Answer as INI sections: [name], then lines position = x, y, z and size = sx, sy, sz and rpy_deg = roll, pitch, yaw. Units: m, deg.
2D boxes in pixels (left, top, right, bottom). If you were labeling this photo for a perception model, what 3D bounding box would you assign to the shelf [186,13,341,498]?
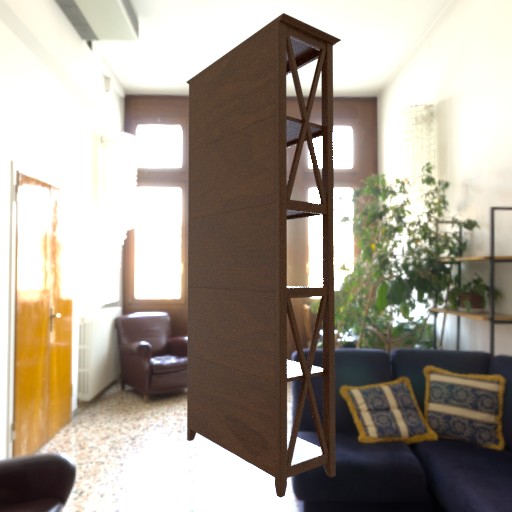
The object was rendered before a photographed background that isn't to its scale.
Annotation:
[shelf]
position = 0.000, 0.000, 2.148
size = 0.335, 1.905, 0.805
rpy_deg = 2, -3, -37
